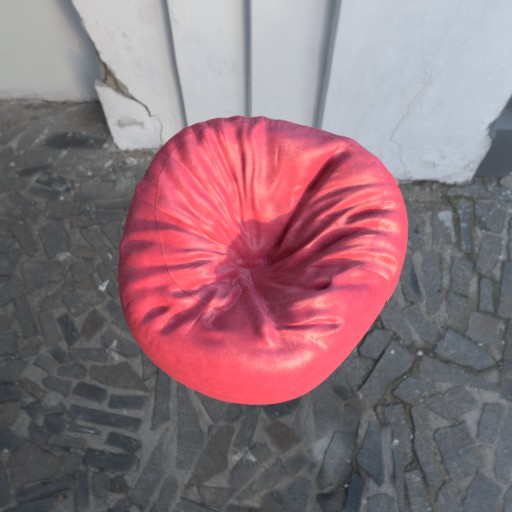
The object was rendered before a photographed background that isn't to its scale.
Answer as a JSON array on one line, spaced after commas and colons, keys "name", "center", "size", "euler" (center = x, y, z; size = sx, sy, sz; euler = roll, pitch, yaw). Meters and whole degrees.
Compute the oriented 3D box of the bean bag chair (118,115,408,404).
[{"name": "bean bag chair", "center": [0.000, 0.000, 2.459], "size": [1.524, 0.878, 1.524], "euler": [17, 60, 10]}]
